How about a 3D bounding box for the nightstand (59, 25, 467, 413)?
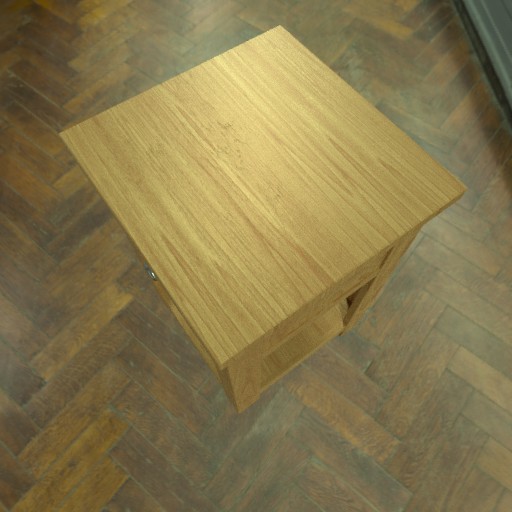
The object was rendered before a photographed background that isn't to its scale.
[{"bbox_3d":[0.000,0.000,0.910,0.418,0.614,0.428,-33,68,-15],"label":"nightstand"}]
